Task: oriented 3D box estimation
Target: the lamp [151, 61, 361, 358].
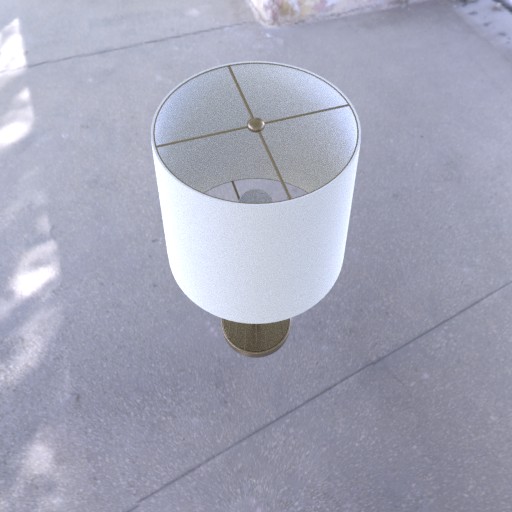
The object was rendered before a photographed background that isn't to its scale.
[{"bbox_3d":[0.000,0.000,0.804,0.303,0.618,0.303,0,57,0],"label":"lamp"}]
